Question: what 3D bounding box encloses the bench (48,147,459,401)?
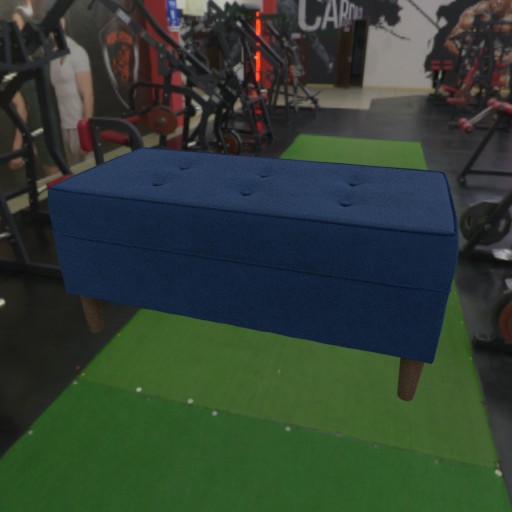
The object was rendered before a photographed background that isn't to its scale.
[{"bbox_3d":[0.000,0.000,1.298,1.010,0.467,0.489,8,28,16],"label":"bench"}]
